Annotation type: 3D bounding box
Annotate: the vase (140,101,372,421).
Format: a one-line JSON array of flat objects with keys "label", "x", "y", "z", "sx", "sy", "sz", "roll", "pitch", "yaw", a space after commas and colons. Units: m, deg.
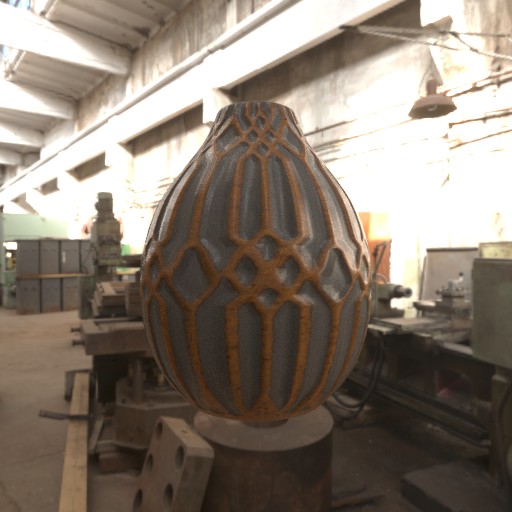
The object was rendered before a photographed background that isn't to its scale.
[{"label": "vase", "x": 0.000, "y": 0.000, "z": 0.136, "sx": 0.069, "sy": 0.088, "sz": 0.069, "roll": 0, "pitch": 0, "yaw": 0}]
